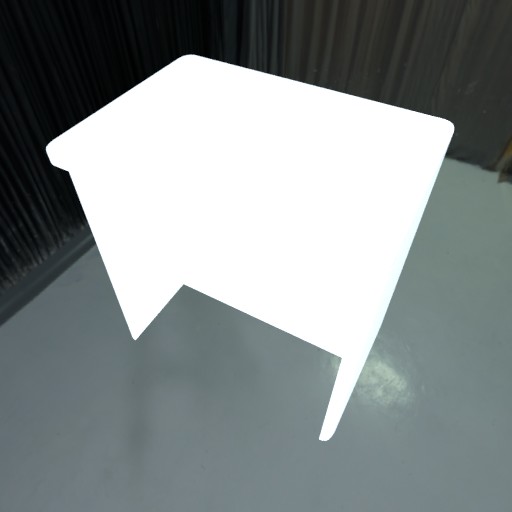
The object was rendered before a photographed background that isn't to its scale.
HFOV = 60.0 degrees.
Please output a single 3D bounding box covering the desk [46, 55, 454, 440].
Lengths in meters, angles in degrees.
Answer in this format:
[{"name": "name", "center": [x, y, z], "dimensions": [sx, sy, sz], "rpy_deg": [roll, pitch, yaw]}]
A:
[{"name": "desk", "center": [0.000, 0.000, 1.283], "dimensions": [0.762, 0.800, 0.549], "rpy_deg": [22, 52, 19]}]
